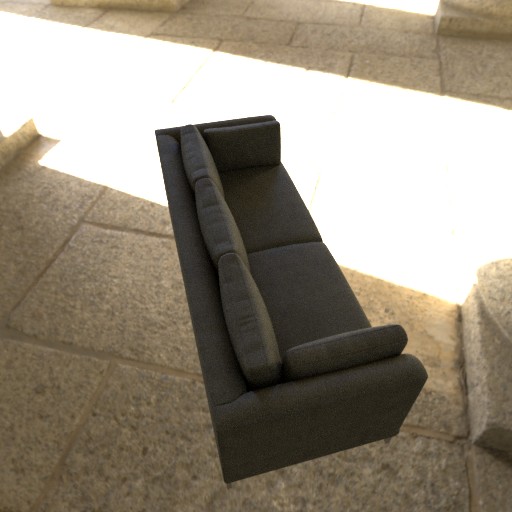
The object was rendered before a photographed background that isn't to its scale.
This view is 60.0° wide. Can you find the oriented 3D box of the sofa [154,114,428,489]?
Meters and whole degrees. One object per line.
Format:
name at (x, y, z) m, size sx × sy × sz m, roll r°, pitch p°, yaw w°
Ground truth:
sofa at (0.000, 0.000, 2.885) m, size 0.969 × 0.867 × 2.415 m, roll -11°, pitch 47°, yaw -10°
